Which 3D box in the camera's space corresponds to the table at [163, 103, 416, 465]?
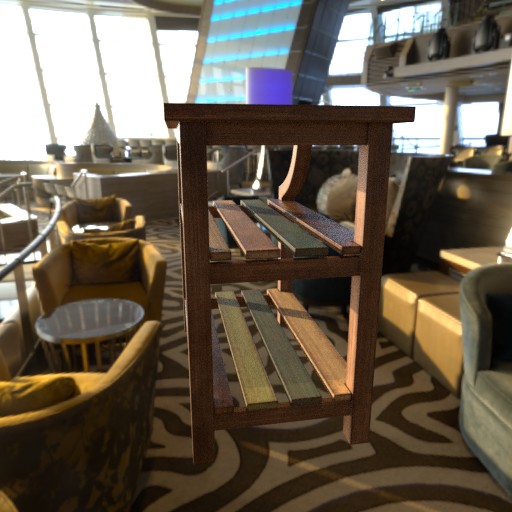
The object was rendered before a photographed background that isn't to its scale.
[{"bbox_3d":[0.000,0.000,0.967,0.356,0.584,0.609,-3,15,-10],"label":"table"}]
